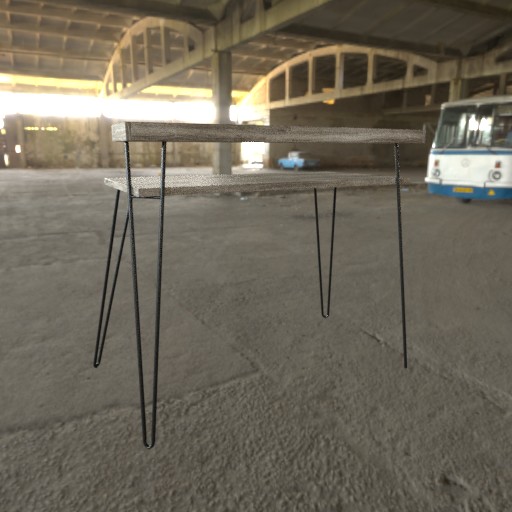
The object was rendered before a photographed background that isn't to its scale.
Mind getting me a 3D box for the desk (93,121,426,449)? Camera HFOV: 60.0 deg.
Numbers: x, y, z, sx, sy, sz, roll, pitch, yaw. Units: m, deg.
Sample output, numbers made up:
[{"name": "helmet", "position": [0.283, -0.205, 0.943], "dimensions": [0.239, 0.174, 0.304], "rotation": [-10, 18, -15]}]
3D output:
[{"name": "desk", "position": [0.000, 0.000, 1.642], "dimensions": [1.135, 0.899, 0.605], "rotation": [-7, 15, -27]}]
